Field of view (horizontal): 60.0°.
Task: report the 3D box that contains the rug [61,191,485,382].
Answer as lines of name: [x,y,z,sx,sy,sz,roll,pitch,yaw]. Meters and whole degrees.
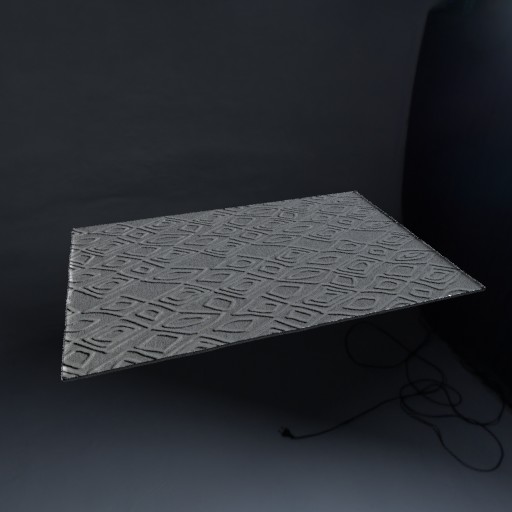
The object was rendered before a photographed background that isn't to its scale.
rug: [0.000,0.000,2.291,1.832,0.016,1.224,-9,32,-15]
